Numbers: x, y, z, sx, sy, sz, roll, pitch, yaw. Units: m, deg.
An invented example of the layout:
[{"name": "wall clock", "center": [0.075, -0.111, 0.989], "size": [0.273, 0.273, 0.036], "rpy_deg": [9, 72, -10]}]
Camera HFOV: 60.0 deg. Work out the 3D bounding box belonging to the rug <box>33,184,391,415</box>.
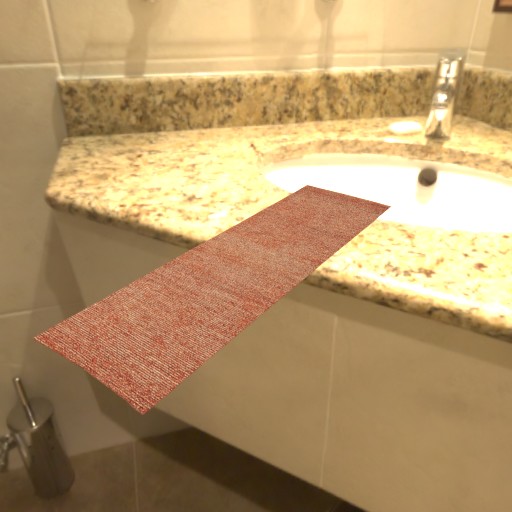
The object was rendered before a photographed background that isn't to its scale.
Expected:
[{"name": "rug", "center": [0.000, 0.000, 2.597], "size": [0.718, 0.013, 2.353], "rpy_deg": [21, 36, 31]}]
